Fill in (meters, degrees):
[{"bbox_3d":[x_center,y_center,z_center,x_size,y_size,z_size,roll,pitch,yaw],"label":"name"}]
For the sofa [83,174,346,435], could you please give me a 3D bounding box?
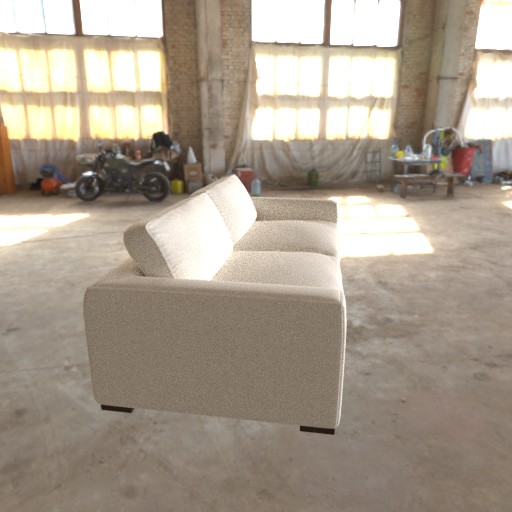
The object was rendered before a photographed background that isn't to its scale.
[{"bbox_3d":[0.000,0.000,2.770,1.070,0.801,2.262,3,17,9],"label":"sofa"}]
